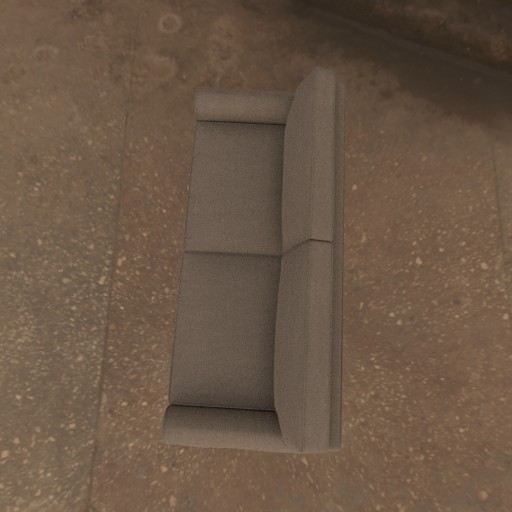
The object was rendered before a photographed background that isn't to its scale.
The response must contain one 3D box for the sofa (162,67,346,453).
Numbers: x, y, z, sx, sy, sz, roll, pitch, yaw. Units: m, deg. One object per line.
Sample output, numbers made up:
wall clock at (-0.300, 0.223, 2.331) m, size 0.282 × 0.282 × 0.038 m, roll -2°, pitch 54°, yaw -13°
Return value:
sofa at (0.000, 0.000, 2.766) m, size 0.991 × 0.943 × 2.248 m, roll 3°, pitch 77°, yaw 1°
